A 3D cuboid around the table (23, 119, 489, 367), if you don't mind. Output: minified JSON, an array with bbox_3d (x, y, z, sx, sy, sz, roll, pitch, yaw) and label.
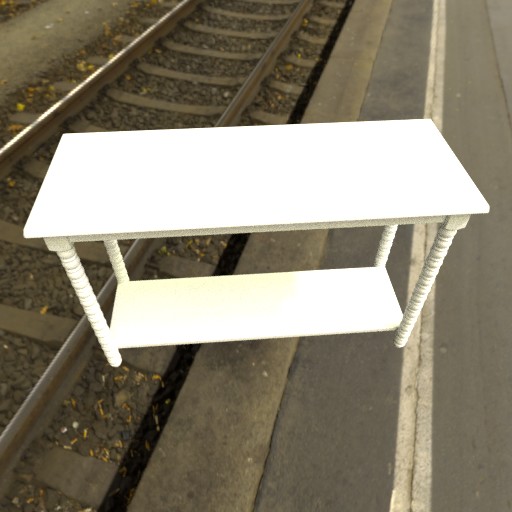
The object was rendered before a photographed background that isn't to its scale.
[{"bbox_3d":[0.000,0.000,1.532,1.184,0.740,0.459,-3,47,-3],"label":"table"}]
